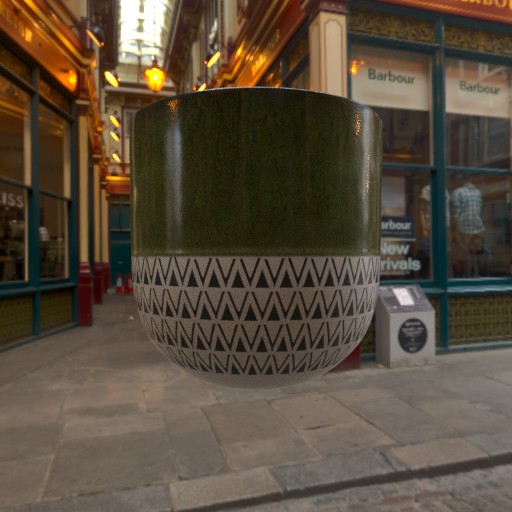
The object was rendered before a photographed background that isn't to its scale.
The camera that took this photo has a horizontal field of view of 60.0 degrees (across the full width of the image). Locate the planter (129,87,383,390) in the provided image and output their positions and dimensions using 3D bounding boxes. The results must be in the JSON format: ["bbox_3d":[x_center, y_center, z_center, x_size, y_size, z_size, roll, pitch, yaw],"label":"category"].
[{"bbox_3d":[0.000,0.000,0.484,0.266,0.270,0.266,0,0,0],"label":"planter"}]
